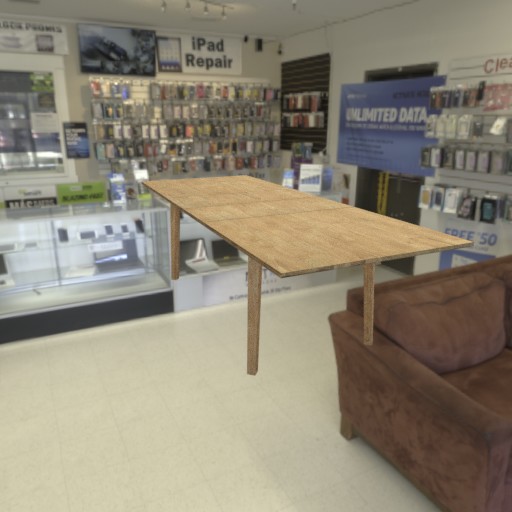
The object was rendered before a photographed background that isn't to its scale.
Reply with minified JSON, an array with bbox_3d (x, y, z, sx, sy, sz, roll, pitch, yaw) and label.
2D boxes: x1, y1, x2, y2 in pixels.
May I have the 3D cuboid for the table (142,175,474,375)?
[{"bbox_3d":[0.000,0.000,3.074,1.000,0.752,2.603,-8,19,-24],"label":"table"}]
